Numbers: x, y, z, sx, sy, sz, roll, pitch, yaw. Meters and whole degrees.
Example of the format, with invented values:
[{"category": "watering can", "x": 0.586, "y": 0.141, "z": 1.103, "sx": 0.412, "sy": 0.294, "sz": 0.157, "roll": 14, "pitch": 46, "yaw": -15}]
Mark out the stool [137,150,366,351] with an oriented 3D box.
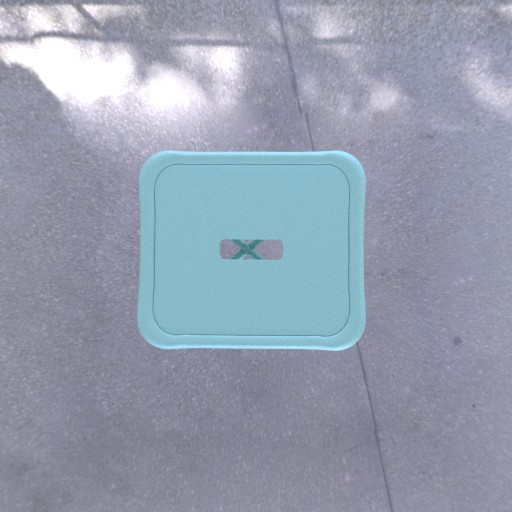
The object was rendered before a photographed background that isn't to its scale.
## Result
[{"category": "stool", "x": 0.000, "y": 0.000, "z": 0.863, "sx": 0.399, "sy": 0.609, "sz": 0.359, "roll": 0, "pitch": 88, "yaw": 1}]
